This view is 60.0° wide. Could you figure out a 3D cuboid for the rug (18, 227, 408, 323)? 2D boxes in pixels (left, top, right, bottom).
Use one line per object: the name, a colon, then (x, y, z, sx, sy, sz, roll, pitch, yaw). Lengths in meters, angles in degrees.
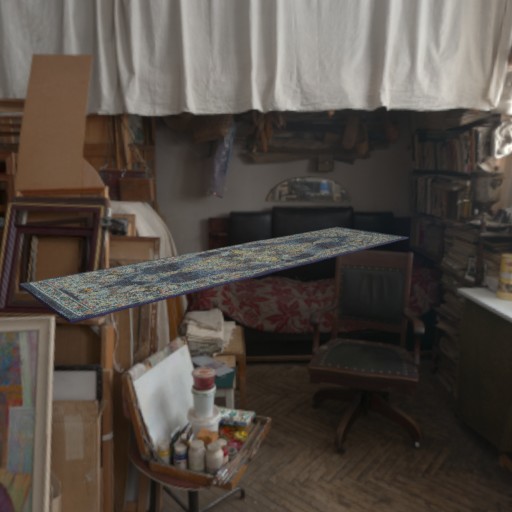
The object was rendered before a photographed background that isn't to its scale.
rug: (0.000, 0.000, 2.476, 2.283, 0.016, 0.602, -12, 18, -41)
